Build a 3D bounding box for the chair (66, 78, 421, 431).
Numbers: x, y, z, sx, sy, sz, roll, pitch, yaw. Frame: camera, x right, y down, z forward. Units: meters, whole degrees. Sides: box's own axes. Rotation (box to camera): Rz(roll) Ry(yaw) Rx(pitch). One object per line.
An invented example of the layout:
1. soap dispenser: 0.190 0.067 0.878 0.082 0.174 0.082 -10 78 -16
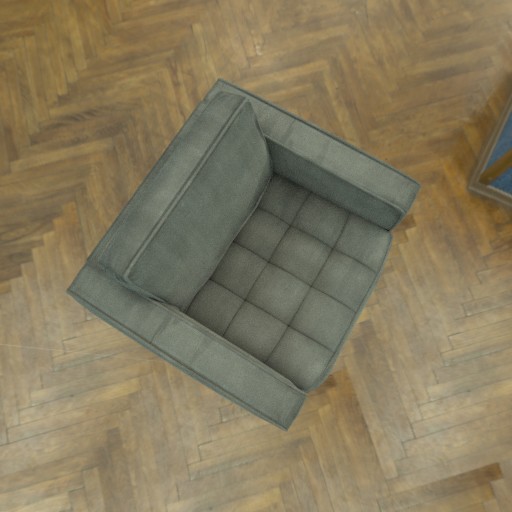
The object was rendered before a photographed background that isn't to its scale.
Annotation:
1. chair: 0.000 0.000 1.567 0.843 0.773 0.928 30 77 7
